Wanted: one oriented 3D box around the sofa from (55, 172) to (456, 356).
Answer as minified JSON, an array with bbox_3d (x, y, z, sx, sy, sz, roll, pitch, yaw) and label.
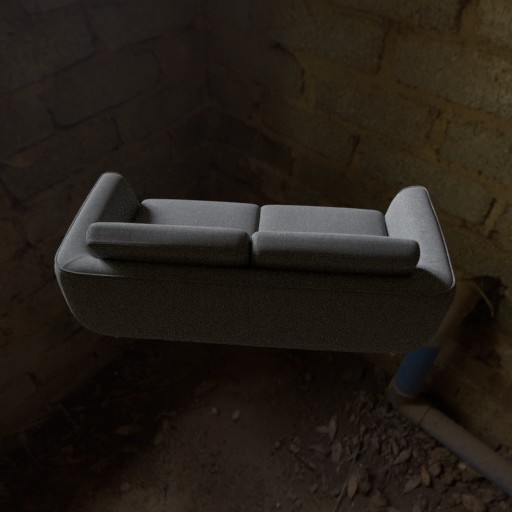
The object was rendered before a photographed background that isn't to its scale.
[{"bbox_3d":[0.000,0.000,2.521,2.000,0.870,0.920,3,46,3],"label":"sofa"}]
